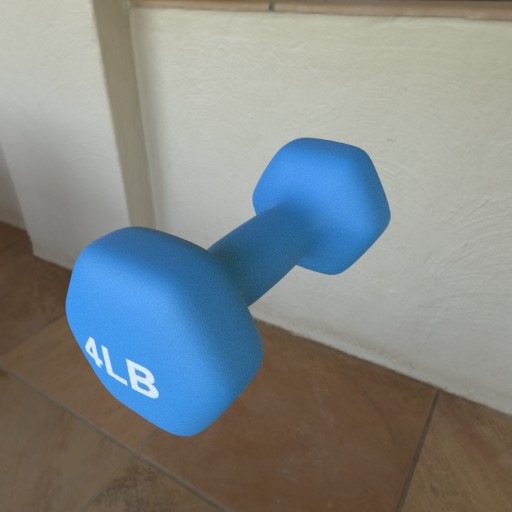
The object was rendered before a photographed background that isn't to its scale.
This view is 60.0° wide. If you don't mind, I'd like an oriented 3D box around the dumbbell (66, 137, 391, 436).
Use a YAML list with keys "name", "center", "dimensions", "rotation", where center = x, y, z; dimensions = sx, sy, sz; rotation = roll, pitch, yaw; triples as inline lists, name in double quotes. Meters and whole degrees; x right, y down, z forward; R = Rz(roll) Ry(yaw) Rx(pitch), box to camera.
- name: "dumbbell"
  center: [0.000, 0.000, 0.188]
  dimensions: [0.074, 0.066, 0.152]
  rotation: [20, 37, 29]
